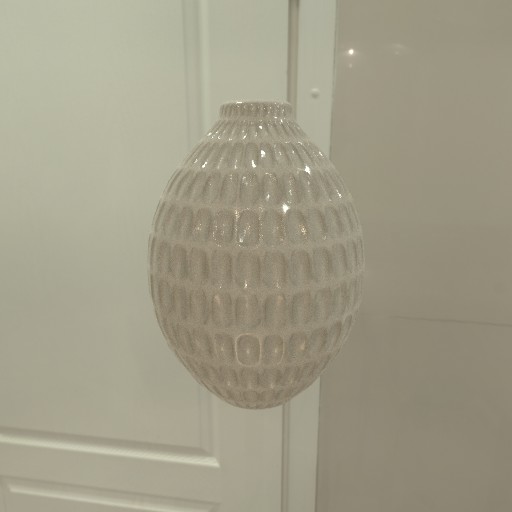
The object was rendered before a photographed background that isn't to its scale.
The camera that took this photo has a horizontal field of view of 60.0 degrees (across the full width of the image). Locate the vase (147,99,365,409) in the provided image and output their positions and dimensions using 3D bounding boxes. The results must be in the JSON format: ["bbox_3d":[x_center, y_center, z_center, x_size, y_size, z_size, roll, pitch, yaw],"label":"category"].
[{"bbox_3d":[0.000,0.000,0.338,0.162,0.223,0.162,0,15,0],"label":"vase"}]
